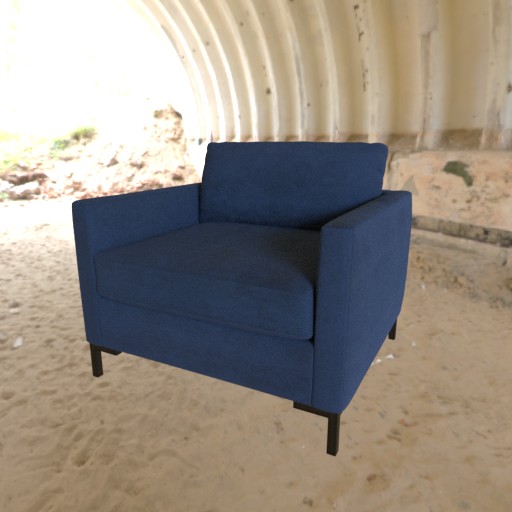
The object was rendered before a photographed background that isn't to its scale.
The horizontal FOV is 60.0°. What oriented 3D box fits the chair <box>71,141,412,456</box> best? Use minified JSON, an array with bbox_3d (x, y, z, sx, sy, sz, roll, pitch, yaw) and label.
[{"bbox_3d":[0.000,0.000,1.625,0.964,0.812,0.875,8,17,27],"label":"chair"}]
